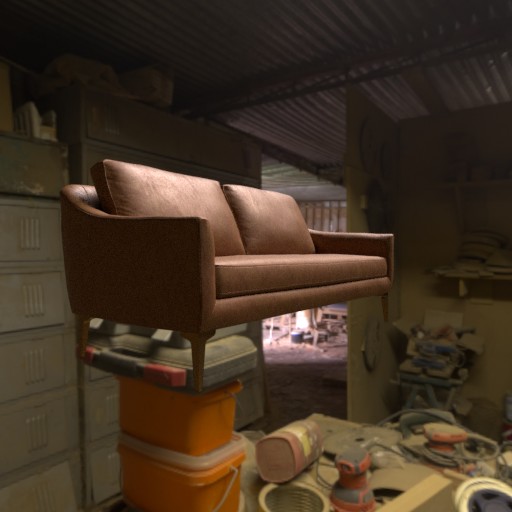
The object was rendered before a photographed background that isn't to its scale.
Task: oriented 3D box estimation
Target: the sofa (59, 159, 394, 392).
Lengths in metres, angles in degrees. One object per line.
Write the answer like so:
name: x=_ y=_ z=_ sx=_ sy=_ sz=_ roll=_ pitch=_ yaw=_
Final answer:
sofa: x=0.000 y=0.000 z=2.621 sx=0.981 sy=0.945 sz=2.036 roll=0 pitch=1 yaw=36
